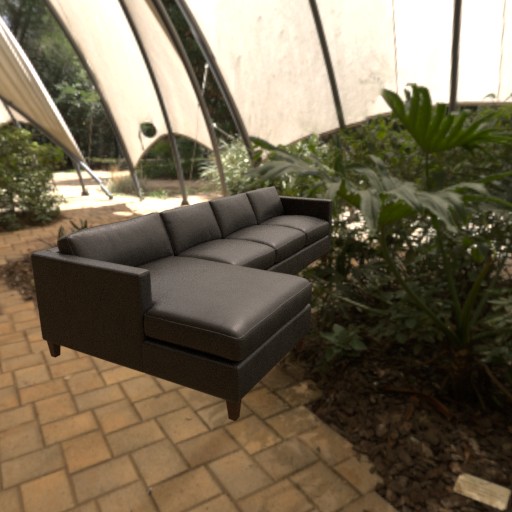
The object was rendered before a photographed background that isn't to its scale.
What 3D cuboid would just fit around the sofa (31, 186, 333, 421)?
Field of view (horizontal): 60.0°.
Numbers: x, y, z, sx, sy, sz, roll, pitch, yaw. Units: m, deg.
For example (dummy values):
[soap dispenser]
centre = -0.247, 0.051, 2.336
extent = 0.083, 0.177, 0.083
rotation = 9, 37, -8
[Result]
[sofa]
centre = 0.000, 0.000, 3.915
extent = 1.581, 0.883, 3.203
rotation = 8, 18, 28
